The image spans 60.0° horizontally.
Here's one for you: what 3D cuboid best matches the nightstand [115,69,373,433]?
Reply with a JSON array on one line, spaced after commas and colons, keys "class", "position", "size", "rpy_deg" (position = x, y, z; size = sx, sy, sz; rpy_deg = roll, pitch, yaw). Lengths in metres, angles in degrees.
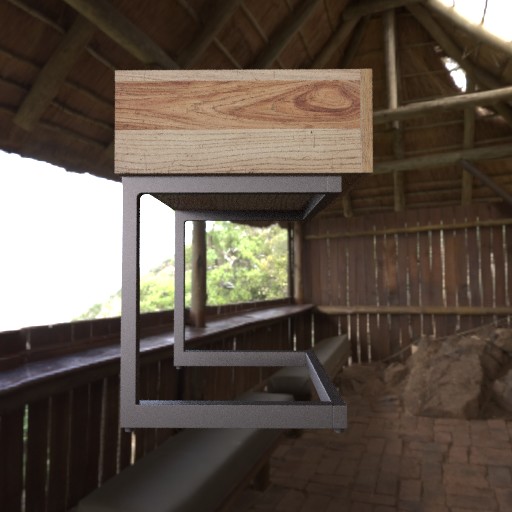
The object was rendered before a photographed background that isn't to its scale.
[{"class": "nightstand", "position": [0.000, 0.000, 1.034], "size": [0.481, 0.632, 0.558], "rpy_deg": [0, -1, 1]}]
